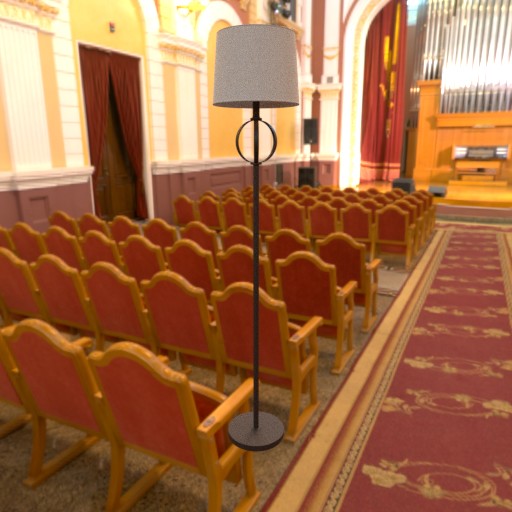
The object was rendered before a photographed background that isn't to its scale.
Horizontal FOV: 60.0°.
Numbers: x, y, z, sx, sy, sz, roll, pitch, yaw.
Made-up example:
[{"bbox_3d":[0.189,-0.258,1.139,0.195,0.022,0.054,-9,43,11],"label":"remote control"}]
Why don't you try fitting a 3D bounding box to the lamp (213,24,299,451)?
[{"bbox_3d":[0.000,0.000,1.597,0.286,1.462,0.286,7,16,26],"label":"lamp"}]
